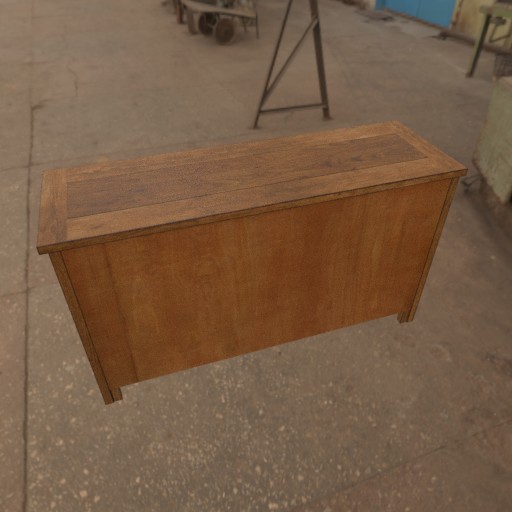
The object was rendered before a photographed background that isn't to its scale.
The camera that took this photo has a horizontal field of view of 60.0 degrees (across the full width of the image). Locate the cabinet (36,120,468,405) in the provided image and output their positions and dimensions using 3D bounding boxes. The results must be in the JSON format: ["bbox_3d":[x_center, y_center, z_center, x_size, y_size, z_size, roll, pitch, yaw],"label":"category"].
[{"bbox_3d":[0.000,0.000,1.869,1.474,0.813,0.480,-12,41,-14],"label":"cabinet"}]
